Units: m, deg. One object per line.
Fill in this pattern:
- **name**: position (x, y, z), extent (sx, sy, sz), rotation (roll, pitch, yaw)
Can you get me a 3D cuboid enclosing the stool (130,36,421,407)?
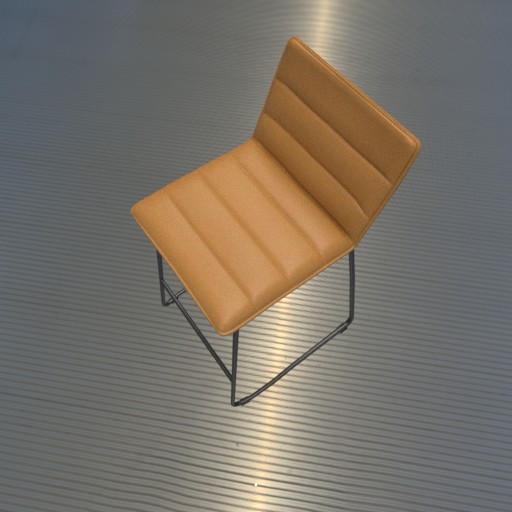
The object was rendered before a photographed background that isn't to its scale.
- **stool**: position (0.000, 0.000, 1.224), extent (0.524, 0.936, 0.489), rotation (-33, 68, -16)
